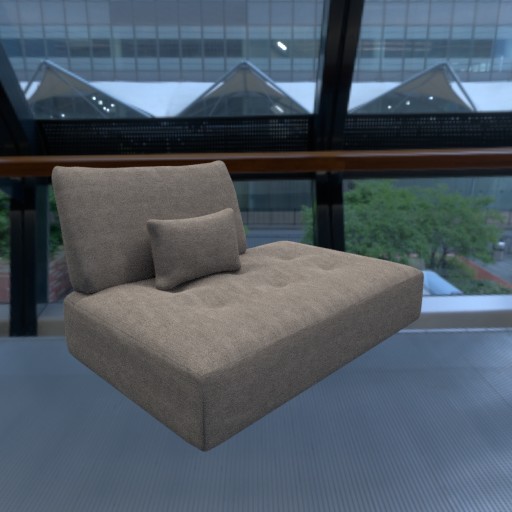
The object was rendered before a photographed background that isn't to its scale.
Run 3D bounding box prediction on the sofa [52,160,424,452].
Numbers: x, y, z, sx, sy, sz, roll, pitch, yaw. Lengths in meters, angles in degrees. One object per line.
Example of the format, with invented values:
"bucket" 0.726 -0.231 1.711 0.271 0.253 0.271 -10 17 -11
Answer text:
"sofa" 0.000 0.000 2.022 1.002 0.820 1.450 14 20 42
